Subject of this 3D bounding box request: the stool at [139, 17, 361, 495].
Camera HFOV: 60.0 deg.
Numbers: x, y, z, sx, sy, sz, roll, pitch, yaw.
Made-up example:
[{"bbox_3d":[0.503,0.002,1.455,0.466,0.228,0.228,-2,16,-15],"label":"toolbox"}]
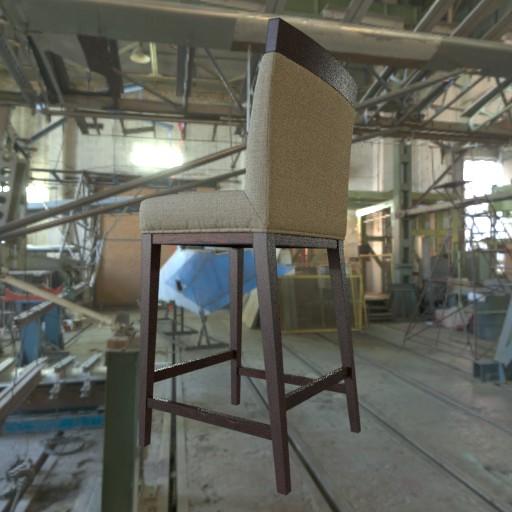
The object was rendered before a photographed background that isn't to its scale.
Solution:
[{"bbox_3d":[0.000,0.000,1.235,0.480,1.011,0.463,0,-1,34],"label":"stool"}]
